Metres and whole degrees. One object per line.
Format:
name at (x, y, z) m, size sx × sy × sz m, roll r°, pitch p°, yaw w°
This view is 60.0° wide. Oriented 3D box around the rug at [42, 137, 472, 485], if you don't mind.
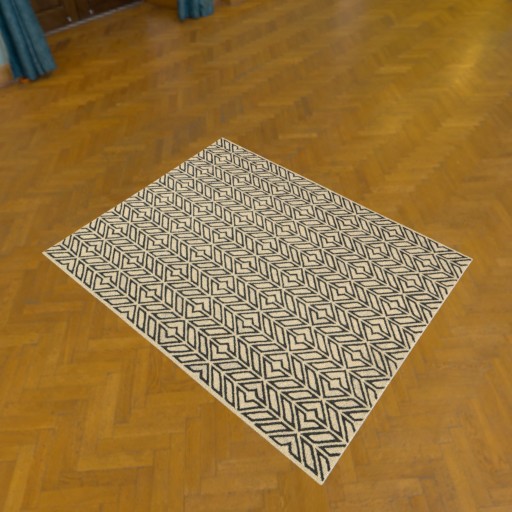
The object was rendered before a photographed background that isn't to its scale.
rug at (0.000, 0.000, 4.001) m, size 3.045 × 0.008 × 2.421 m, roll 32°, pitch 55°, yaw 25°
